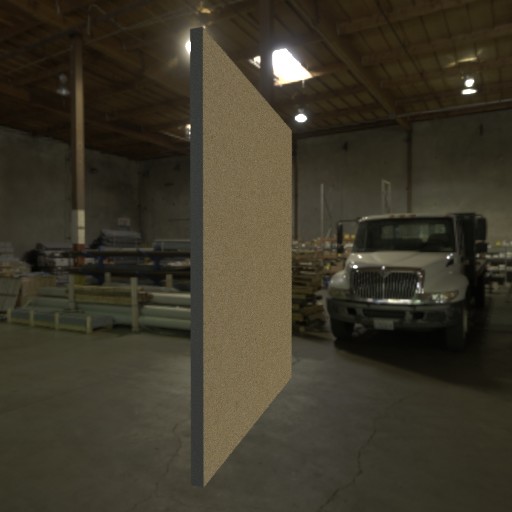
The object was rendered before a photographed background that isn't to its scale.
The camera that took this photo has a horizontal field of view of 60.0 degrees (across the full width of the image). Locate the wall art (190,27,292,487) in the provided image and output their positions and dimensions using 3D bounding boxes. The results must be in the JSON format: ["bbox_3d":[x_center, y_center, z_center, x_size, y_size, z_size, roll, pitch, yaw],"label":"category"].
[{"bbox_3d":[0.000,0.000,1.195,0.028,0.863,0.755,0,1,17],"label":"wall art"}]
